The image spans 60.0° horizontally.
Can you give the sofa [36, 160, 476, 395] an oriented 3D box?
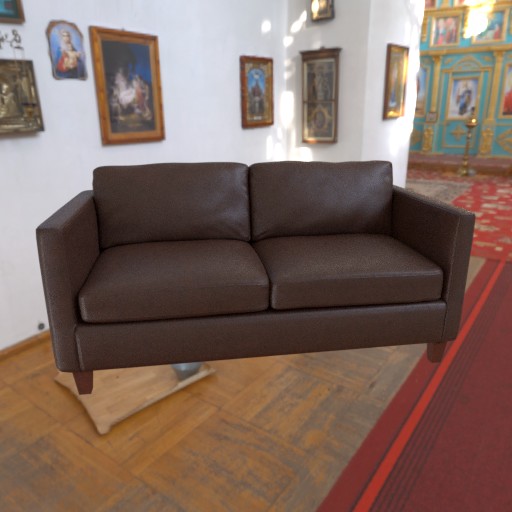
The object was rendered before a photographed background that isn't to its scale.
[{"bbox_3d":[0.000,0.000,2.339,1.883,0.933,0.951,-3,18,-9],"label":"sofa"}]
